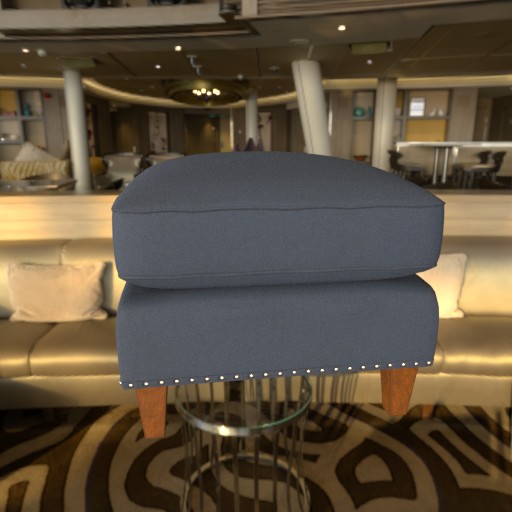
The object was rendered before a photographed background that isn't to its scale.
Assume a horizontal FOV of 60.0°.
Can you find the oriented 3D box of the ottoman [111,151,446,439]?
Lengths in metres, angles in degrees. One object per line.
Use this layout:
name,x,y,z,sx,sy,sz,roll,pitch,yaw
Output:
ottoman,0.000,0.000,1.115,0.584,0.513,0.741,-2,14,-8
